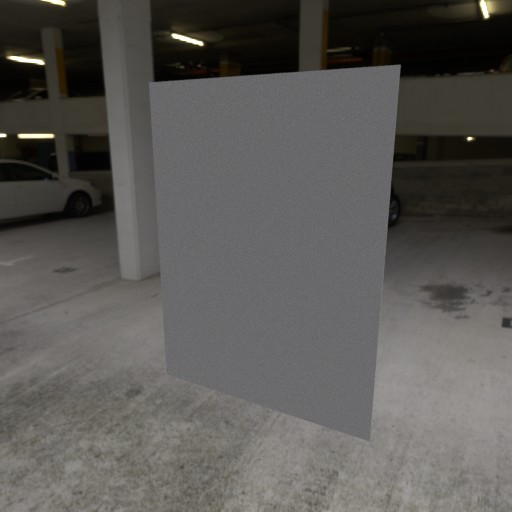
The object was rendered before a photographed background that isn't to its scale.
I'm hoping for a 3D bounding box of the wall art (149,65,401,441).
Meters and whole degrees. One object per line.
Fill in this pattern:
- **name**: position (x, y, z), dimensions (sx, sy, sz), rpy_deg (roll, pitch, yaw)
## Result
- **wall art**: position (0.000, 0.000, 0.801), dimensions (0.457, 0.609, 0.003), rpy_deg (9, 18, 28)
